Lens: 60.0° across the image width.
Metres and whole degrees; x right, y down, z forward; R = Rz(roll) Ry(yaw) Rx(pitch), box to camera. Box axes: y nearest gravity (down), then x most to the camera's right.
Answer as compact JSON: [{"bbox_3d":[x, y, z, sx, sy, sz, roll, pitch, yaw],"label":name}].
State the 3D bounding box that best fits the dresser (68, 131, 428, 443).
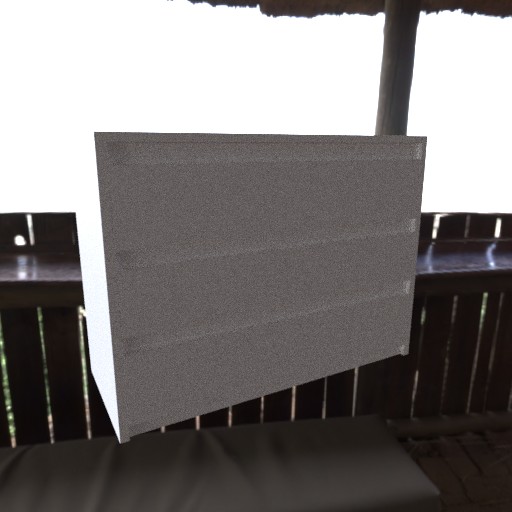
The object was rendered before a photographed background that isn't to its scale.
[{"bbox_3d":[0.000,0.000,1.561,1.100,0.820,0.460,-8,16,-28],"label":"dresser"}]
